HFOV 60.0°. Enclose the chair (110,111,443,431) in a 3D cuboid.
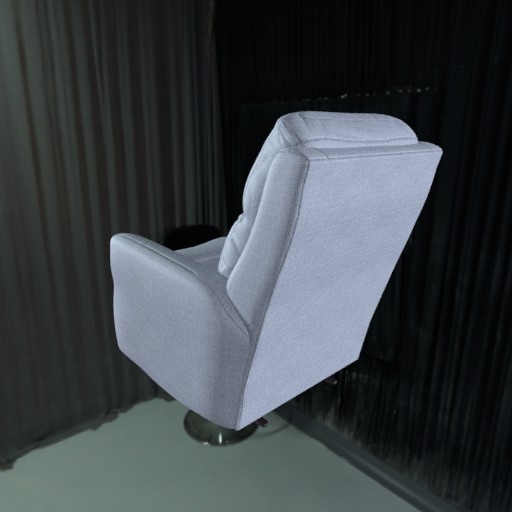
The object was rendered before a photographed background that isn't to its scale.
[{"bbox_3d":[0.000,0.000,1.705,0.829,1.030,1.080,-14,21,-41],"label":"chair"}]
